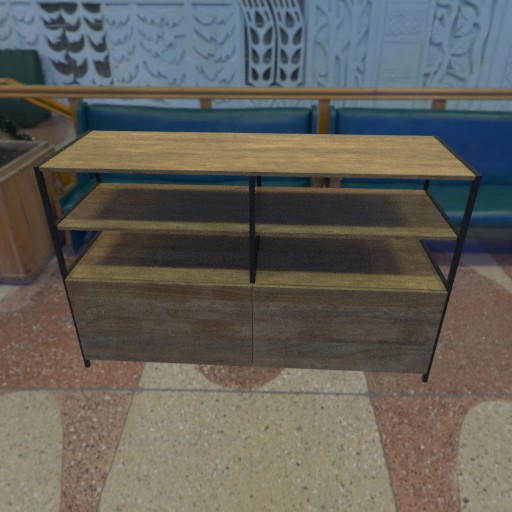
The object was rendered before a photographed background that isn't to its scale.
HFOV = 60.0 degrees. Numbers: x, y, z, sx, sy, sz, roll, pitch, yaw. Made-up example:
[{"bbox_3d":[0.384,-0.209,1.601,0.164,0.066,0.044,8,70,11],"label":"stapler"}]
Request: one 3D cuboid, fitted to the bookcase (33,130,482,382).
[{"bbox_3d":[0.000,0.000,1.466,1.149,0.712,0.391,2,30,3],"label":"bookcase"}]
